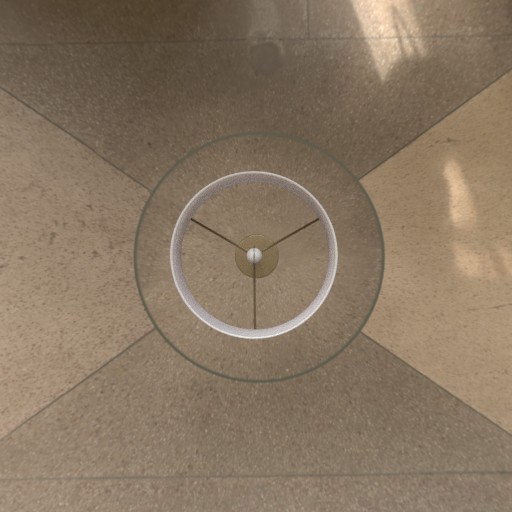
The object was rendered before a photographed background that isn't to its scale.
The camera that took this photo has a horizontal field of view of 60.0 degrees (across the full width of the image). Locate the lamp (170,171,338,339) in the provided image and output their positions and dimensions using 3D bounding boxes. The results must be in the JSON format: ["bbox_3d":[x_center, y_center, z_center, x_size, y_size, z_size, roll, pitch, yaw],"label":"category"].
[{"bbox_3d":[0.000,0.000,1.697,0.420,1.447,0.420,0,90,0],"label":"lamp"}]
